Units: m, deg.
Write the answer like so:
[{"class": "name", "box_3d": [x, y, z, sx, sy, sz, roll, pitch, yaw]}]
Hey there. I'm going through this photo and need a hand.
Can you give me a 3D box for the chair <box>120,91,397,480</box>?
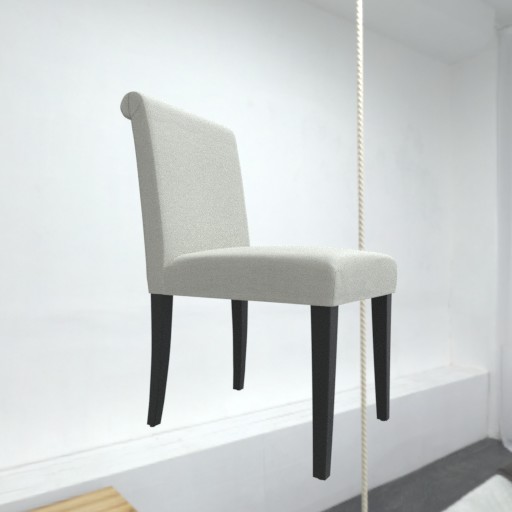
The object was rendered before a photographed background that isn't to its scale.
[{"class": "chair", "box_3d": [0.000, 0.000, 1.319, 0.708, 0.976, 0.452, 0, 0, 34]}]
